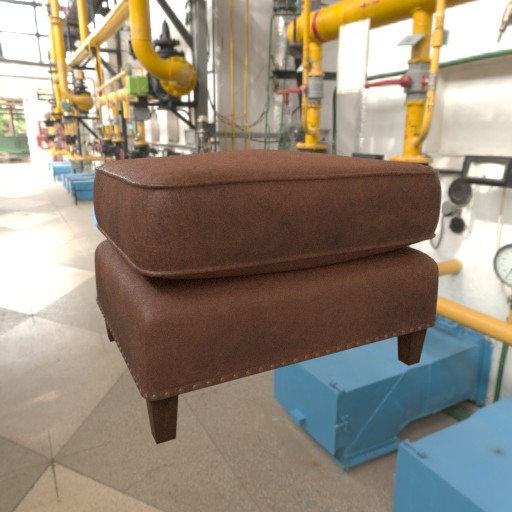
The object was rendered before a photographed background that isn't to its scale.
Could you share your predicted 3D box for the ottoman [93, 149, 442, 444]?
[{"bbox_3d":[0.000,0.000,1.144,0.738,0.537,0.589,-8,17,-26],"label":"ottoman"}]
